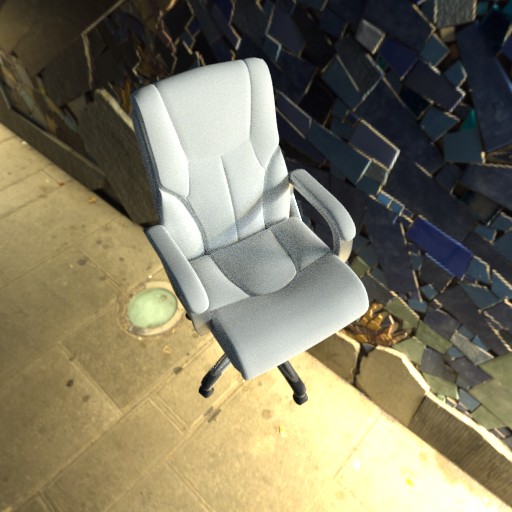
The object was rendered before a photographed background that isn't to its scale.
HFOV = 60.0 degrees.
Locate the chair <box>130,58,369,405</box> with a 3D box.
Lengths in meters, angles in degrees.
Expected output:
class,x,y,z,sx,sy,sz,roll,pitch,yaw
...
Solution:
class,x,y,z,sx,sy,sz,roll,pitch,yaw
chair,0.000,0.000,1.611,0.687,1.120,0.738,-25,52,-21
